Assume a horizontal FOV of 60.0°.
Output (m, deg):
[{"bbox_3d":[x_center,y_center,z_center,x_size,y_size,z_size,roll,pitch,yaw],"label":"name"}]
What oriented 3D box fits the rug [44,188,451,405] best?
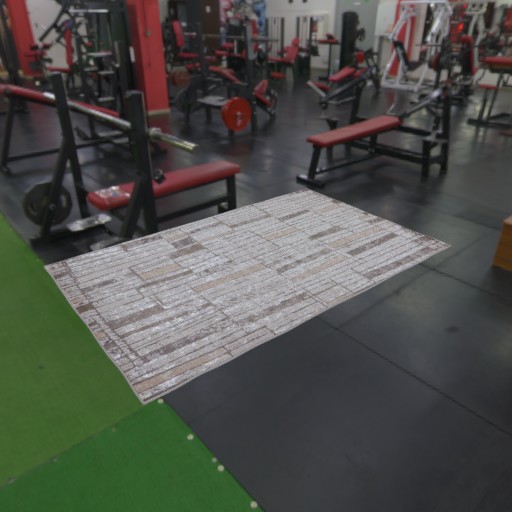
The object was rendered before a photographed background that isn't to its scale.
[{"bbox_3d":[0.000,0.000,3.111,2.444,0.023,1.531,-21,35,-33],"label":"rug"}]
